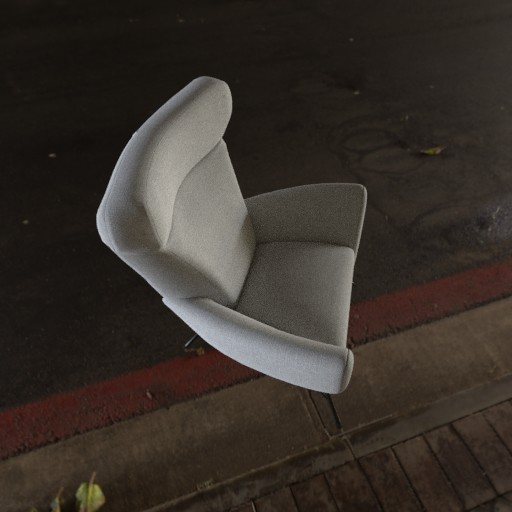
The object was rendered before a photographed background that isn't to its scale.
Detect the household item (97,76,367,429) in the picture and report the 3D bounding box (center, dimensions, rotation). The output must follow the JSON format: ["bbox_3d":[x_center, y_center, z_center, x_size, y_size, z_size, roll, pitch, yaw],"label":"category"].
[{"bbox_3d":[0.000,0.000,1.778,0.900,1.050,0.980,9,47,9],"label":"household item"}]
